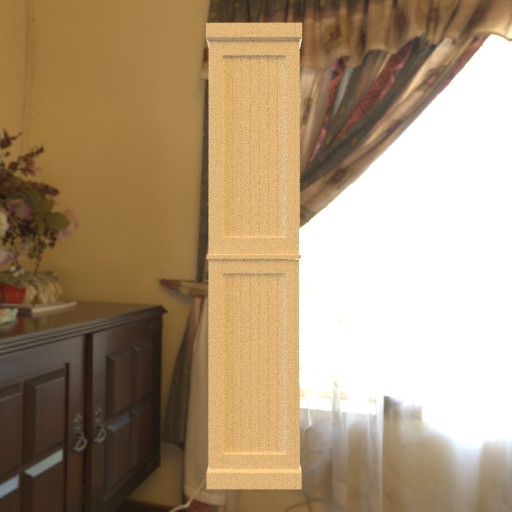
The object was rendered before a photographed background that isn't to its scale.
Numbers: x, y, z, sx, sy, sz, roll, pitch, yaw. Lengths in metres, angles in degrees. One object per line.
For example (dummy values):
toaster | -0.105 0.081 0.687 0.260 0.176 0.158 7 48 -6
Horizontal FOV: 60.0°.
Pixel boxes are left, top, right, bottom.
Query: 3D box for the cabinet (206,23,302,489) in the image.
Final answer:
cabinet | 0.000 0.000 2.113 0.390 1.829 0.754 0 0 0
